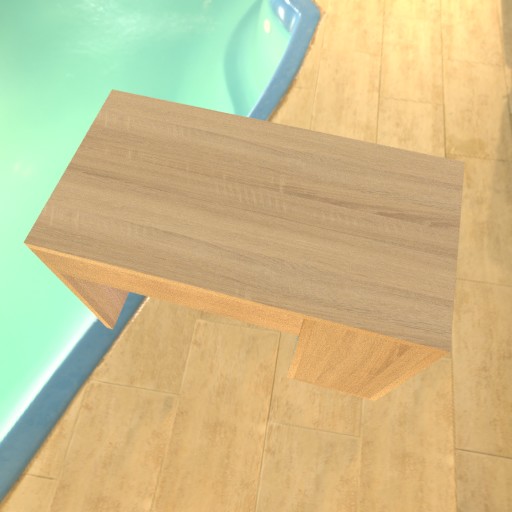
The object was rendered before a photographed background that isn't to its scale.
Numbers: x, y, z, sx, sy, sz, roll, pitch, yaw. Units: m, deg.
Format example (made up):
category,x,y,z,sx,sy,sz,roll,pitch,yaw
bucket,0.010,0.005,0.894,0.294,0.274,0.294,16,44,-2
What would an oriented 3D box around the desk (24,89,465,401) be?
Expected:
category,x,y,z,sx,sy,sz,roll,pitch,yaw
desk,0.000,0.000,1.552,1.100,0.731,0.600,14,64,7
